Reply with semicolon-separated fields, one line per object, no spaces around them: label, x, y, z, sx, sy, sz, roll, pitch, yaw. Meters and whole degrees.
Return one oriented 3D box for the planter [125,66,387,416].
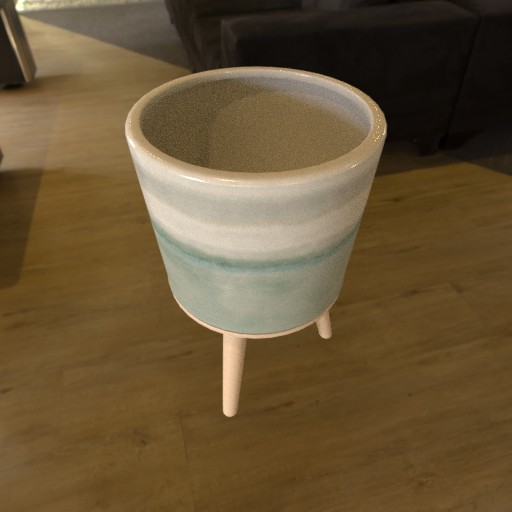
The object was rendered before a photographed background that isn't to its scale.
planter;0.000;0.000;0.591;0.265;0.404;0.265;1;42;1
